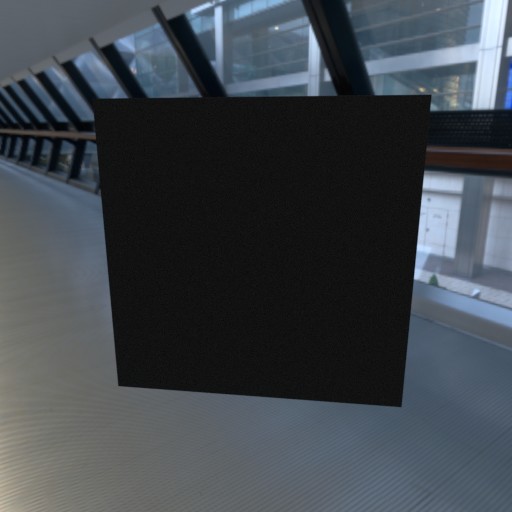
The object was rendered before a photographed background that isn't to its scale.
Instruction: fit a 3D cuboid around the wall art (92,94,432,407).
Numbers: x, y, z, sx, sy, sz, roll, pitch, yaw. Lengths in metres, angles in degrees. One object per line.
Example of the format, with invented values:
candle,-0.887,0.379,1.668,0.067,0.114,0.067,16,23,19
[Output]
wall art,0.000,0.000,0.453,0.308,0.305,0.030,2,15,7
